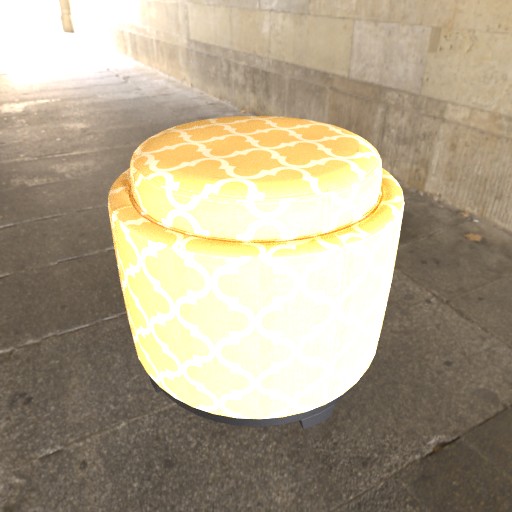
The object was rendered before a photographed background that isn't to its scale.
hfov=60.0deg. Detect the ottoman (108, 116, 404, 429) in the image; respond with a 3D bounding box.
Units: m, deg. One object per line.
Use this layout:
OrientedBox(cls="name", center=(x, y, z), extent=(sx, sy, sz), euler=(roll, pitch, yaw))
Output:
OrientedBox(cls="ottoman", center=(0.000, 0.000, 0.808), extent=(0.480, 0.429, 0.480), euler=(0, 32, 0))
